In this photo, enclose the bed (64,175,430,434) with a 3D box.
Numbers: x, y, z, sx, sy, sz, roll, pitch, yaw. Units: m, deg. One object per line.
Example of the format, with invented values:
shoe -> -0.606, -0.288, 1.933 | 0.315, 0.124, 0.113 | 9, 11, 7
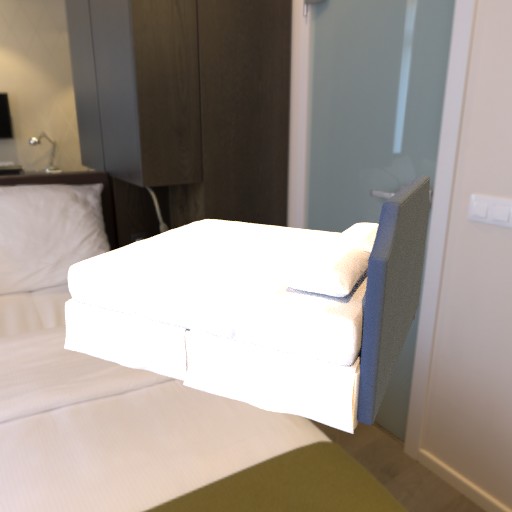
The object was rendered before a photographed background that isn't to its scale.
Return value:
bed -> 0.000, 0.000, 4.186 | 2.773, 1.488, 2.350 | 8, 19, 25
